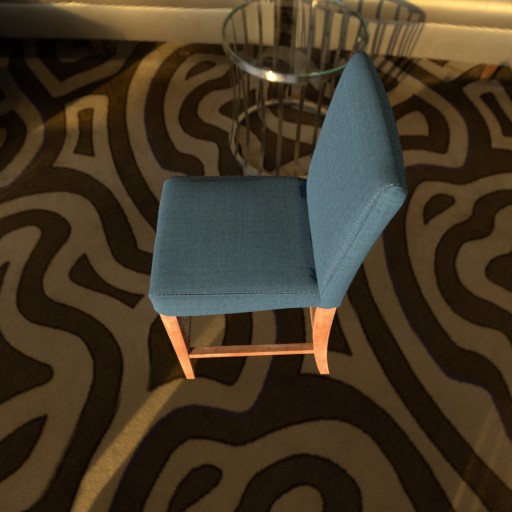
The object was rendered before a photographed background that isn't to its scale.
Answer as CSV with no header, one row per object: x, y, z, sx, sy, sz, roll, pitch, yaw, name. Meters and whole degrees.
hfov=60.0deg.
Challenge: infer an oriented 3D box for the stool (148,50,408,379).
0.000,0.000,1.363,0.574,1.088,0.454,-1,58,-1,stool
